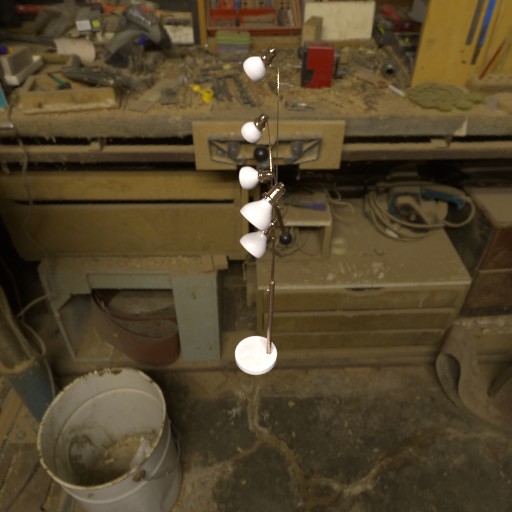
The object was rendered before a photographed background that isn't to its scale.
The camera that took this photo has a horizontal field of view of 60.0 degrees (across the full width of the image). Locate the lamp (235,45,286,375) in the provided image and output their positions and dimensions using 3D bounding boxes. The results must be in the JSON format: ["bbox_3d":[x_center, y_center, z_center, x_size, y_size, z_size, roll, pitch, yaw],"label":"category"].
[{"bbox_3d":[0.000,0.000,3.015,0.361,2.423,1.405,0,42,0],"label":"lamp"}]
